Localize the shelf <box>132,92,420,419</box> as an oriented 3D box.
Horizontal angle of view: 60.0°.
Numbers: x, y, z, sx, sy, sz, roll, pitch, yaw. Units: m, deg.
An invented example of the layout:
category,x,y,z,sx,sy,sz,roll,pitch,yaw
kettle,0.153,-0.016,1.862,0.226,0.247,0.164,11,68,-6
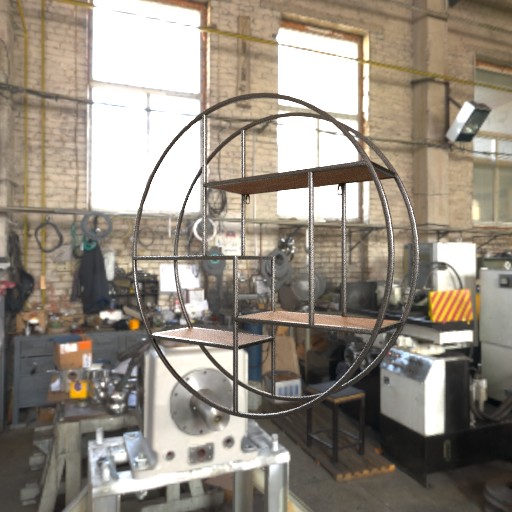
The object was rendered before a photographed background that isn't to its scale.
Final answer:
category,x,y,z,sx,sy,sz,roll,pitch,yaw
shelf,0.000,0.000,1.312,0.888,0.888,0.202,-1,-1,36
